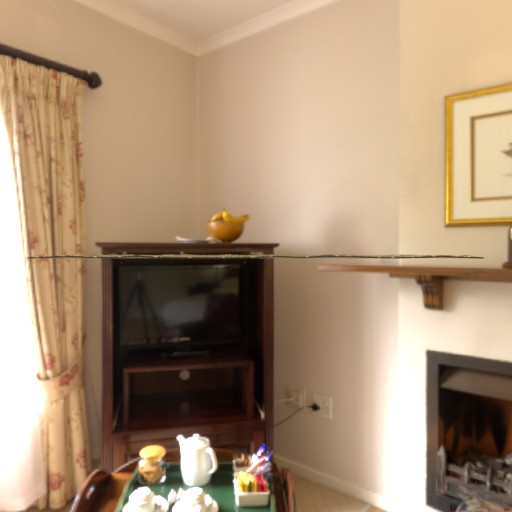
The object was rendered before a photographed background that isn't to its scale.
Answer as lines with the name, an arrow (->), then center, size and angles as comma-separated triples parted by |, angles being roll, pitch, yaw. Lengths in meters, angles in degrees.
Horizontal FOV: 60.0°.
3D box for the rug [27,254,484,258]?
rug -> 0.000, 0.000, 3.127 | 2.448, 0.017, 1.529 | 0, 0, 1
